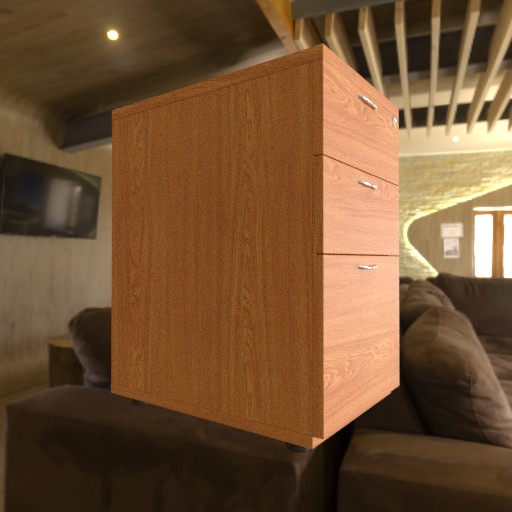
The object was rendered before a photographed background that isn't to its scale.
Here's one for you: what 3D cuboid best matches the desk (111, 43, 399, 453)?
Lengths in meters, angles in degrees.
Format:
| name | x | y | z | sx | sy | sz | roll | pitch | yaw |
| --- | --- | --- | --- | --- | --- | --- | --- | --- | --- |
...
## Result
| name | x | y | z | sx | sy | sz | roll | pitch | yaw |
| --- | --- | --- | --- | --- | --- | --- | --- | --- | --- |
| desk | 0.000 | 0.000 | 1.096 | 0.600 | 0.730 | 0.404 | 0 | -1 | 36 |
